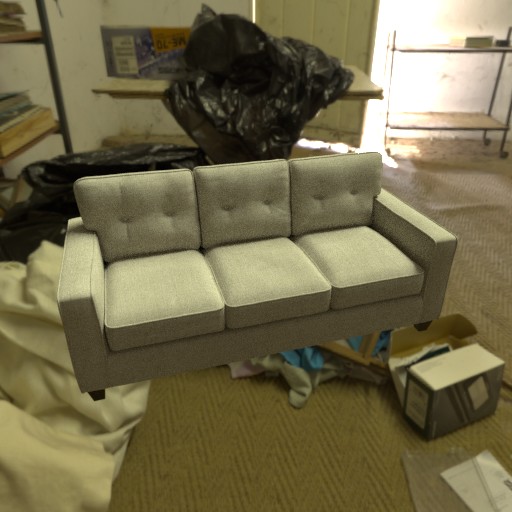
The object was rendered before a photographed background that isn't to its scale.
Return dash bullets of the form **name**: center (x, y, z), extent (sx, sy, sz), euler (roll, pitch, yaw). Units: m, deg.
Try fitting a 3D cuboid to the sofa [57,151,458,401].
- **sofa**: center (0.000, 0.000, 2.664), extent (2.133, 0.965, 0.939), euler (-8, 30, -15)
